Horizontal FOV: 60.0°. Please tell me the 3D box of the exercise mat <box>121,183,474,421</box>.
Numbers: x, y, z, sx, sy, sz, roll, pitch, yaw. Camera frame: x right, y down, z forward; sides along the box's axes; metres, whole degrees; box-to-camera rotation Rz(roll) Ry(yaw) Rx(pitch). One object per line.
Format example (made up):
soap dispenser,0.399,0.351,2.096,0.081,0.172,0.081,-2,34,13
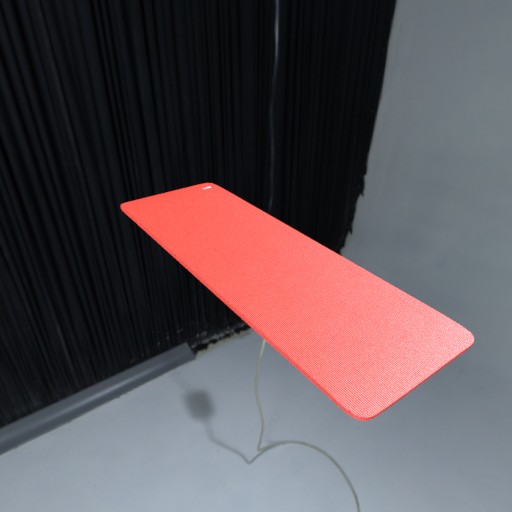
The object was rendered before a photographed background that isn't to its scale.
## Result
exercise mat,0.000,0.000,2.058,0.616,0.021,1.869,-20,36,-30
